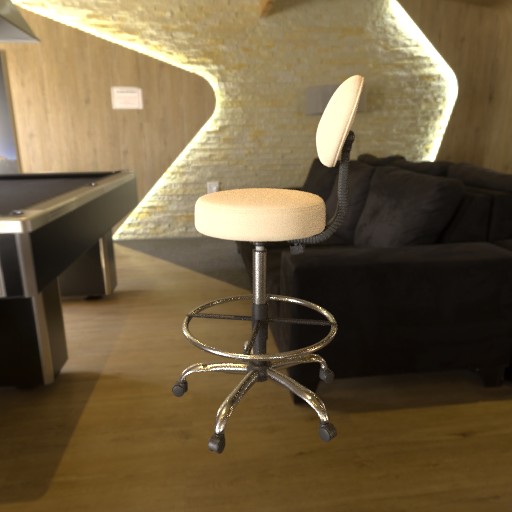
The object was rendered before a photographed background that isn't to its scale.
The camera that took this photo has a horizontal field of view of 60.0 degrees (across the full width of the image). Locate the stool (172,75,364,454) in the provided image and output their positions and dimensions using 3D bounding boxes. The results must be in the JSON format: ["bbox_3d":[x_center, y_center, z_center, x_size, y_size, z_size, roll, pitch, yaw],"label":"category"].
[{"bbox_3d":[0.000,0.000,1.454,0.616,1.080,0.609,2,15,8],"label":"stool"}]
